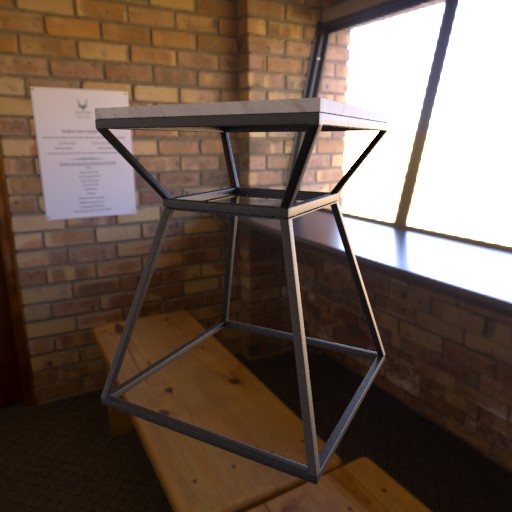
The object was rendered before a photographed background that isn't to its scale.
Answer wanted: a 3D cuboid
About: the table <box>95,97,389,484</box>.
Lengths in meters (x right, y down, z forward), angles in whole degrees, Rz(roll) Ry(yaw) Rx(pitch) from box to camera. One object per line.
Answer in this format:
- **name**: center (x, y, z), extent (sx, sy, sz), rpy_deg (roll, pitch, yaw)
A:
- **table**: center (0.000, 0.000, 0.899), extent (0.455, 0.559, 0.455), rpy_deg (8, 16, 27)
